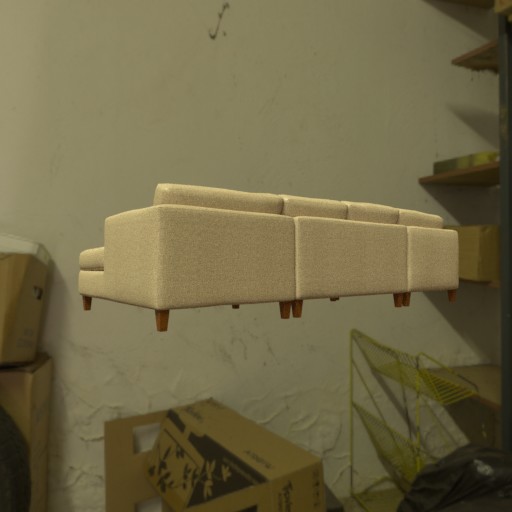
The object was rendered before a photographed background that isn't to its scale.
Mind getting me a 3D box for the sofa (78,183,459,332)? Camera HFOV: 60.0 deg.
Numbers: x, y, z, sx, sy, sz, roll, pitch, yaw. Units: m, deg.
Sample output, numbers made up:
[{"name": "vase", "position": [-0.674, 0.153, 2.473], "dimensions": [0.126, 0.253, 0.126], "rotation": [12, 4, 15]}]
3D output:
[{"name": "sofa", "position": [0.000, 0.000, 4.632], "dimensions": [3.460, 0.961, 2.594], "rotation": [1, -1, -37]}]
